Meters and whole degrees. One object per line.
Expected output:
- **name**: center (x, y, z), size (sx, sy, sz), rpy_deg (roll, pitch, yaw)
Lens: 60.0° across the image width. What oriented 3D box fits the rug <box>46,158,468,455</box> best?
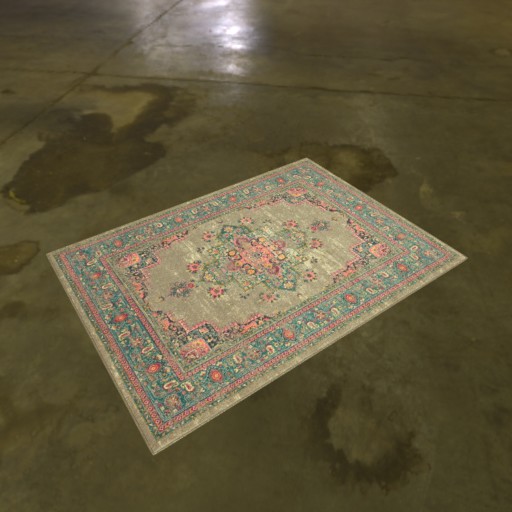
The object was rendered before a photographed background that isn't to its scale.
- **rug**: center (0.000, 0.000, 2.866), size (2.214, 0.013, 1.609), rpy_deg (-25, 47, -26)
